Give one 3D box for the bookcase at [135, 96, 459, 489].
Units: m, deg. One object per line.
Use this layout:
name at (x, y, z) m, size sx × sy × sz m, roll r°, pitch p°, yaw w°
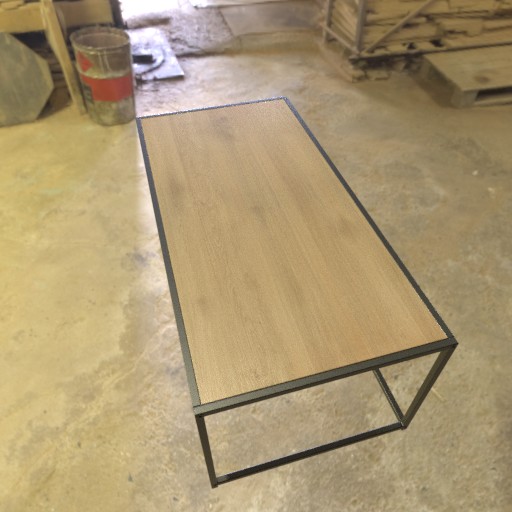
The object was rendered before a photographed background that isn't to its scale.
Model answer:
bookcase at (0.000, 0.000, 1.252) m, size 0.500 × 0.400 × 1.000 m, roll -12°, pitch 48°, yaw -11°
